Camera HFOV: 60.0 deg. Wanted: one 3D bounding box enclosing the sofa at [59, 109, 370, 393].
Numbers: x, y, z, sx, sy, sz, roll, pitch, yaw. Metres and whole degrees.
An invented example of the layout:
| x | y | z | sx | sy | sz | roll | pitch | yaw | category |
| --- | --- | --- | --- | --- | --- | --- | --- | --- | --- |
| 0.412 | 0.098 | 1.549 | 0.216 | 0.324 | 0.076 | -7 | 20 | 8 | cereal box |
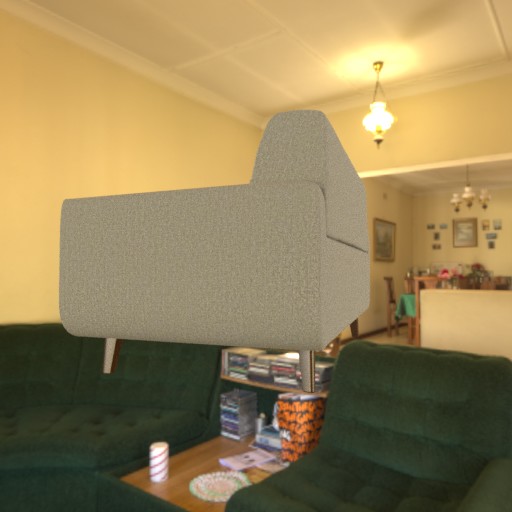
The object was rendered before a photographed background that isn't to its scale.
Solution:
| x | y | z | sx | sy | sz | roll | pitch | yaw | category |
| --- | --- | --- | --- | --- | --- | --- | --- | --- | --- |
| 0.000 | 0.000 | 2.182 | 0.952 | 0.925 | 1.651 | -1 | -2 | 19 | sofa |
